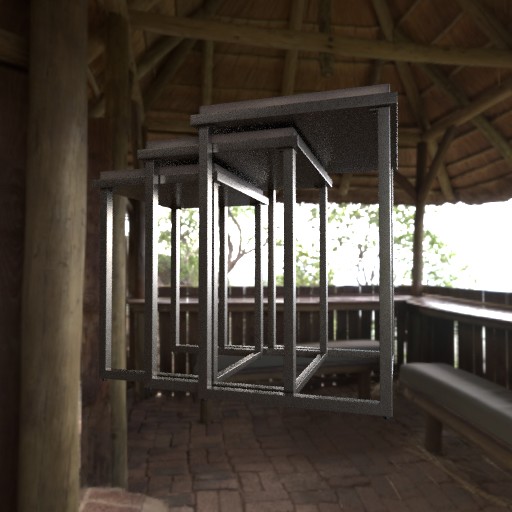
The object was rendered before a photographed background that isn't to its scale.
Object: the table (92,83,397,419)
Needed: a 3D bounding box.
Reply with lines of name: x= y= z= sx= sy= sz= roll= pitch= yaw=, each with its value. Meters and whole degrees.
table: x=0.000 y=0.000 z=1.156 sx=0.706 sy=0.610 sz=0.559 roll=-1 pitch=-2 yaw=18
